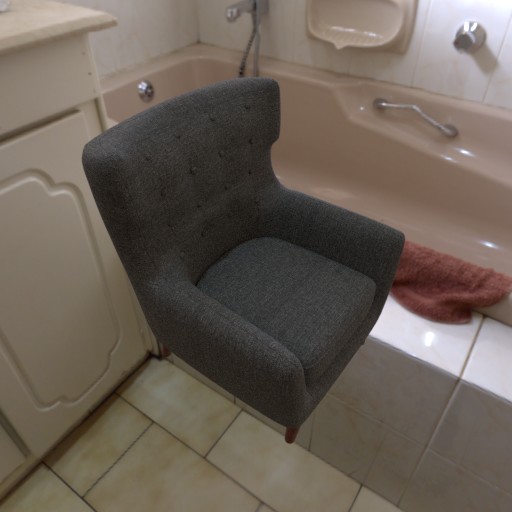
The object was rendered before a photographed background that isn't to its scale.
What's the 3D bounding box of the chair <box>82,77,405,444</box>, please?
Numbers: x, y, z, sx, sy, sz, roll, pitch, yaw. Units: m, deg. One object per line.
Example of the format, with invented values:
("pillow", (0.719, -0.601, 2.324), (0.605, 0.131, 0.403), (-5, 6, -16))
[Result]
("chair", (0.000, 0.000, 1.743), (0.904, 1.063, 0.878), (26, 47, 27))
